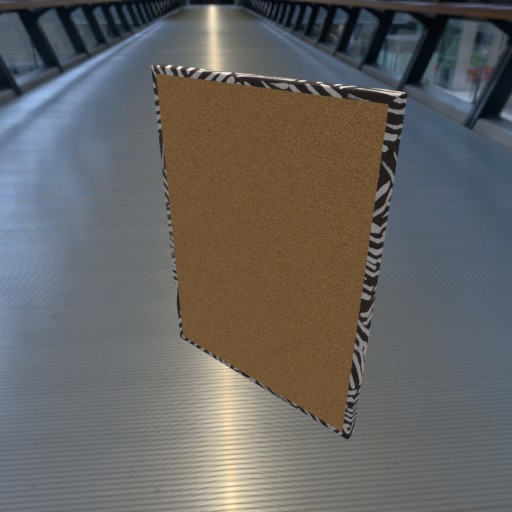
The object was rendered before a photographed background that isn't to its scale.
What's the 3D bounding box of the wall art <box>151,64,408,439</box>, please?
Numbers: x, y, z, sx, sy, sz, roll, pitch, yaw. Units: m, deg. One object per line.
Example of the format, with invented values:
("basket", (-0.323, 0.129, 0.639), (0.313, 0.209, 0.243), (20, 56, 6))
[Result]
("wall art", (0.000, 0.000, 1.341), (0.765, 1.017, 0.038), (22, 36, 34))
